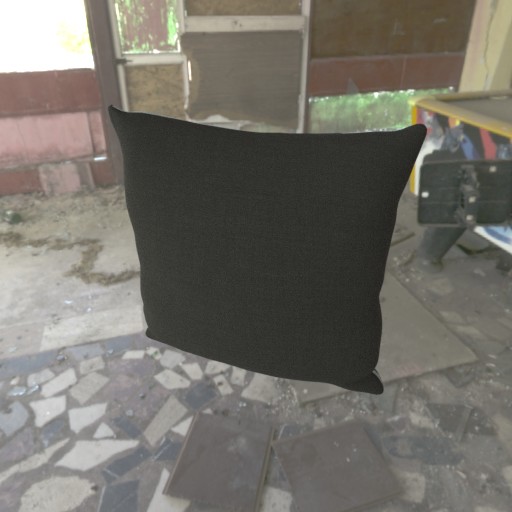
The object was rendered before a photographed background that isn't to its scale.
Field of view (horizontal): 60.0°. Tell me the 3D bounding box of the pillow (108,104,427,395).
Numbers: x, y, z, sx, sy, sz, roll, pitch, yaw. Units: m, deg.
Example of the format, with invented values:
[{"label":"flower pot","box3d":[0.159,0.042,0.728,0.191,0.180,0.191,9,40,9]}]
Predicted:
[{"label":"pillow","box3d":[0.000,0.000,0.774,0.503,0.496,0.208,10,32,16]}]
